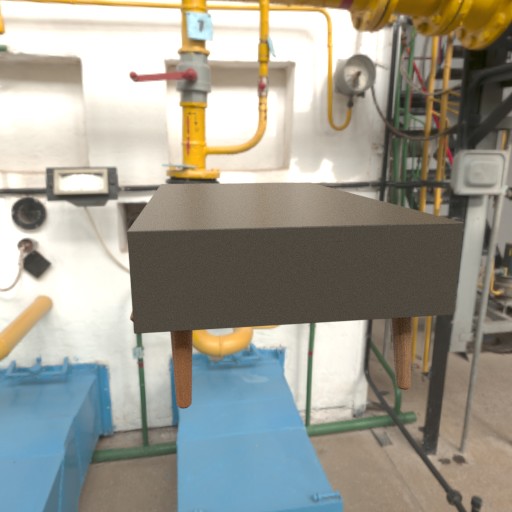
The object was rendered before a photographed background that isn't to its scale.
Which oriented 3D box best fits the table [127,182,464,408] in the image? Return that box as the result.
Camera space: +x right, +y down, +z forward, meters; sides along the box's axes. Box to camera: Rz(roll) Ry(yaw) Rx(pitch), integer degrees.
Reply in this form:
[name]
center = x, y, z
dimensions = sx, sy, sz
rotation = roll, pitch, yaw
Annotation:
[table]
center = 0.000, 0.000, 1.507
dimensions = 0.703, 0.404, 1.201
rotation = -2, 14, -9
